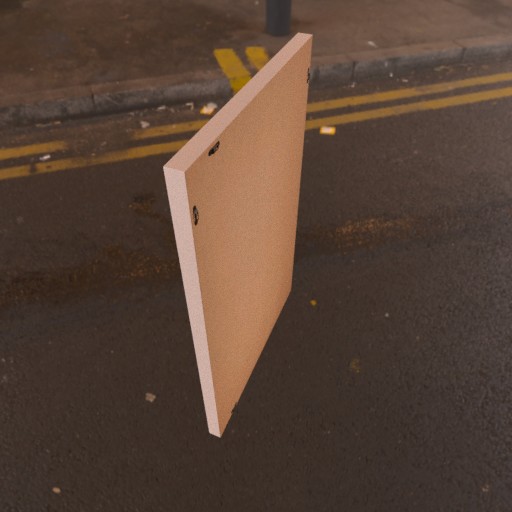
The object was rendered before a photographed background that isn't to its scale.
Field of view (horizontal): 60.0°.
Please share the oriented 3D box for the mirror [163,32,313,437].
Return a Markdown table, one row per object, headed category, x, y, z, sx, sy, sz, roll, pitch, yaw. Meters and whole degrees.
| category | x | y | z | sx | sy | sz | roll | pitch | yaw |
| --- | --- | --- | --- | --- | --- | --- | --- | --- | --- |
| mirror | 0.000 | 0.000 | 1.165 | 0.041 | 0.915 | 0.609 | 17 | 47 | 16 |
